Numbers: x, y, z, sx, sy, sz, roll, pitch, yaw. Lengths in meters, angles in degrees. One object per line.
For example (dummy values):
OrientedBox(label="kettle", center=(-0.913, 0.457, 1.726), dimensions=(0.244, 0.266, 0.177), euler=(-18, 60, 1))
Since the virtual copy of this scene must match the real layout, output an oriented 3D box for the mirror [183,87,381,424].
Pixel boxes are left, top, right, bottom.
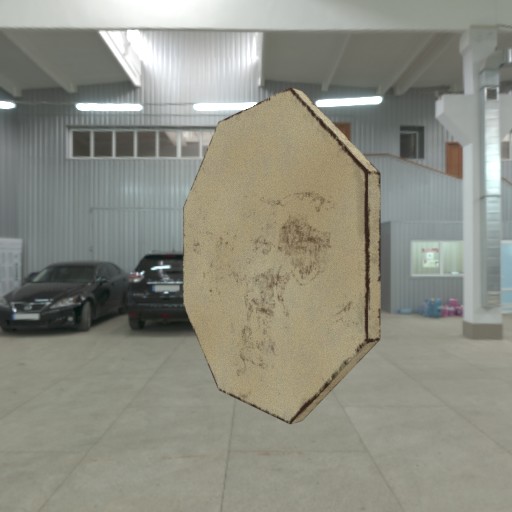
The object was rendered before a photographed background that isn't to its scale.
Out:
OrientedBox(label="mirror", center=(0.000, 0.000, 0.968), dimensions=(0.031, 0.648, 0.648), euler=(0, 0, -36))
